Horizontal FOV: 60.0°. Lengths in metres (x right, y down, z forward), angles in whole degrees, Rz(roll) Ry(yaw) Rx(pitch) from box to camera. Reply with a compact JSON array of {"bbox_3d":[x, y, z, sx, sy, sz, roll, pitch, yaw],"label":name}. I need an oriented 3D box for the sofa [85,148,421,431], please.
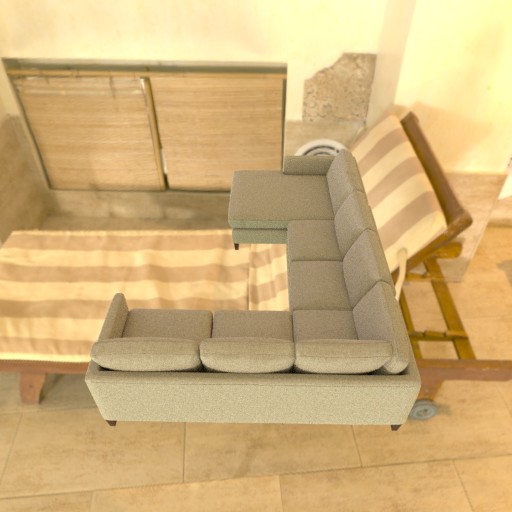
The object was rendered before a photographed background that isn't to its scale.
[{"bbox_3d":[0.000,0.000,4.764,2.593,0.959,3.460,1,42,1],"label":"sofa"}]
